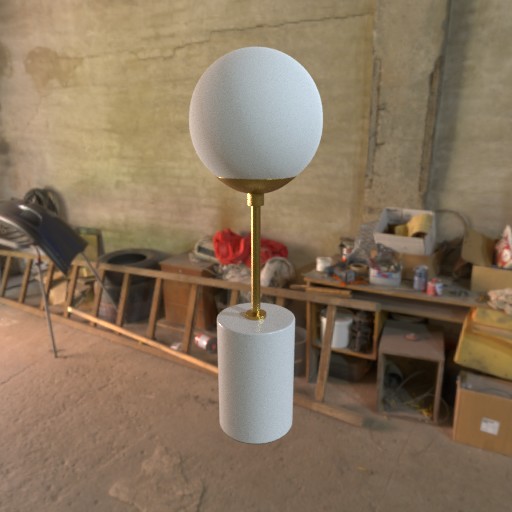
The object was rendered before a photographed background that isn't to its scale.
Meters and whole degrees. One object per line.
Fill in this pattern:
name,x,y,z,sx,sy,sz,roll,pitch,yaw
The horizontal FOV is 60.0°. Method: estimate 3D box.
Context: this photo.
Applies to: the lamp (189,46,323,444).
lamp,0.000,0.000,0.557,0.153,0.480,0.153,0,16,0
